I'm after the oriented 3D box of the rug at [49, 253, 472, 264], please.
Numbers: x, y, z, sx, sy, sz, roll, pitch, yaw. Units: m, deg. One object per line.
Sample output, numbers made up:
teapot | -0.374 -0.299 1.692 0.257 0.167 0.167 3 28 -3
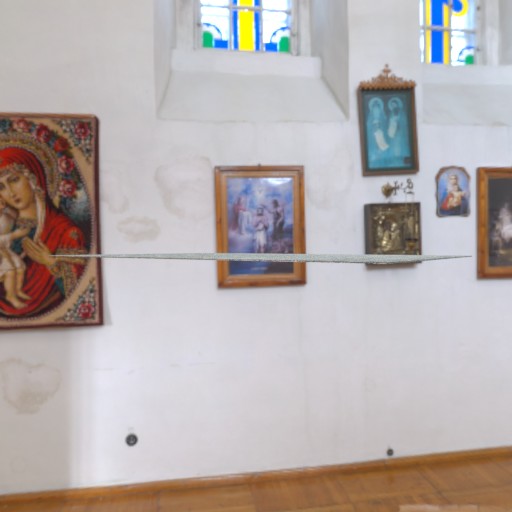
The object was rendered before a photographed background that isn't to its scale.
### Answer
rug | 0.000 0.000 2.868 2.283 0.006 1.521 1 1 36
